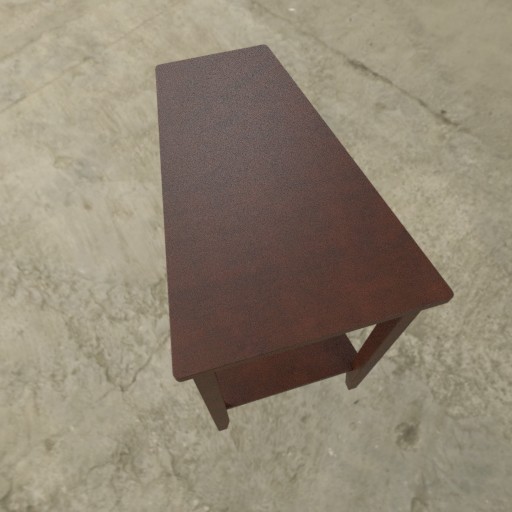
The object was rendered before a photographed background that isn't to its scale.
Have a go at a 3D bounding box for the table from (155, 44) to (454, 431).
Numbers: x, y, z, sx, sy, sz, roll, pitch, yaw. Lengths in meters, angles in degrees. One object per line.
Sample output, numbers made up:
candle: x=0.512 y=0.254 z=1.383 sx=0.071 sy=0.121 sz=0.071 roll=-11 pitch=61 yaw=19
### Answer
table: x=0.000 y=0.000 z=0.986 sx=0.399 sy=0.589 sz=0.605 roll=-15 pitch=62 yaw=-8
